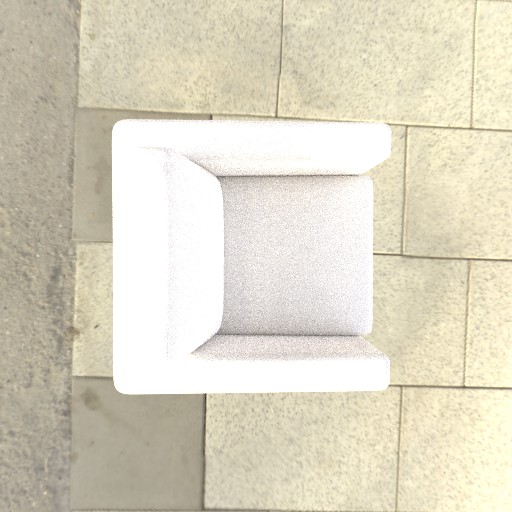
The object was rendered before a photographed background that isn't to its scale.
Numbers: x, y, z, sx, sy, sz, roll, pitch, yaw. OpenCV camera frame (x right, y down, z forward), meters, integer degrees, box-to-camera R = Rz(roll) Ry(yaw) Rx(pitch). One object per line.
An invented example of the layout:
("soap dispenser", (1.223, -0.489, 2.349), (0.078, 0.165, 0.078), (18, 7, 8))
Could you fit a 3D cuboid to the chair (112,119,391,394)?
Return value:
("chair", (0.000, 0.000, 1.564), (0.879, 0.899, 0.831), (0, 91, -2))
